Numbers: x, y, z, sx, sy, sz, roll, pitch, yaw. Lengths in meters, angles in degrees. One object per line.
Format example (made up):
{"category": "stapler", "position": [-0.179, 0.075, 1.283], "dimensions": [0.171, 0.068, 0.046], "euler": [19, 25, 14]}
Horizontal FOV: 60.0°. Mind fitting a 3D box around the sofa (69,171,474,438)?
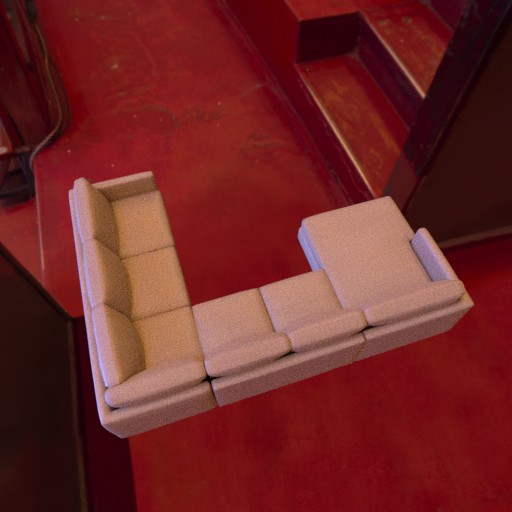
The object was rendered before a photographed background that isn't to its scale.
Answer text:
{"category": "sofa", "position": [0.000, 0.000, 4.646], "dimensions": [3.460, 0.961, 2.594], "euler": [-16, 60, -9]}
